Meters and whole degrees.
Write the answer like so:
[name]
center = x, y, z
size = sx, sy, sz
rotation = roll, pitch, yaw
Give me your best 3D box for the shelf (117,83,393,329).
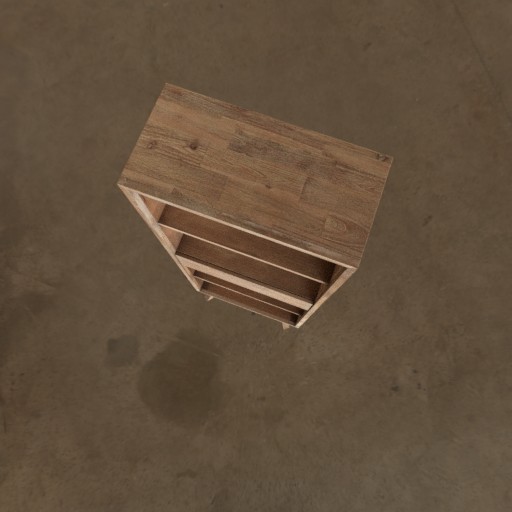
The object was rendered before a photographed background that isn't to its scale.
[shelf]
center = 0.000, 0.000, 1.521
size = 0.491, 1.342, 0.267
rotation = 20, 76, 5
